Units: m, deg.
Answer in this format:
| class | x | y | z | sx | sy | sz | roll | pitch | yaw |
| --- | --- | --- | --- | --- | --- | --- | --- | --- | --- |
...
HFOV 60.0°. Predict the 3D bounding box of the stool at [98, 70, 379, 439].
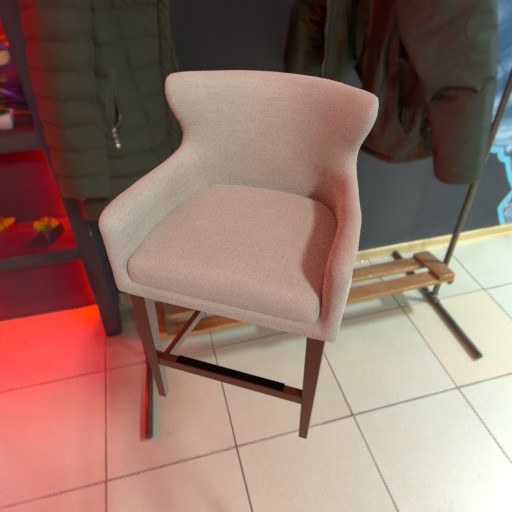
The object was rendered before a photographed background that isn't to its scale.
| class | x | y | z | sx | sy | sz | roll | pitch | yaw |
| --- | --- | --- | --- | --- | --- | --- | --- | --- | --- |
| stool | 0.000 | 0.000 | 1.394 | 0.615 | 0.987 | 0.637 | 12 | 42 | 13 |
